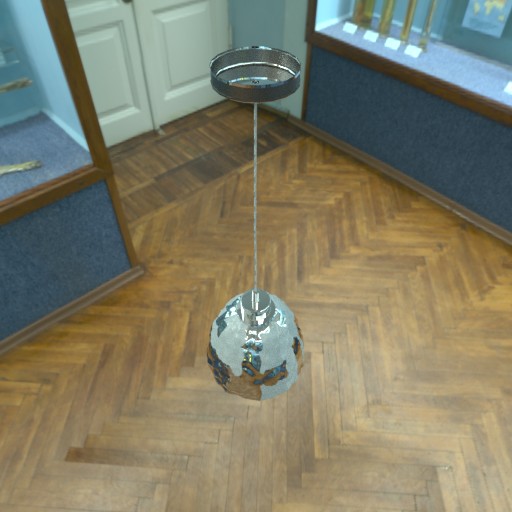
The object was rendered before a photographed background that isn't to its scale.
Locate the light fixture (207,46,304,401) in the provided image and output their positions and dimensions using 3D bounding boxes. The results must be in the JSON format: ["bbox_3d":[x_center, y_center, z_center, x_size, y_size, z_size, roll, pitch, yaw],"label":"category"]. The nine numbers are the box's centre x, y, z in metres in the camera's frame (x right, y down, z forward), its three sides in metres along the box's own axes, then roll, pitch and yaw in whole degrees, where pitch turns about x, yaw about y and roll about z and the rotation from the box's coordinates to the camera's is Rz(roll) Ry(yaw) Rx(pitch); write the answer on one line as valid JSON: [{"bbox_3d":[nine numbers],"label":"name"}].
[{"bbox_3d":[0.000,0.000,1.755,0.496,1.511,0.500,-31,54,-26],"label":"light fixture"}]
